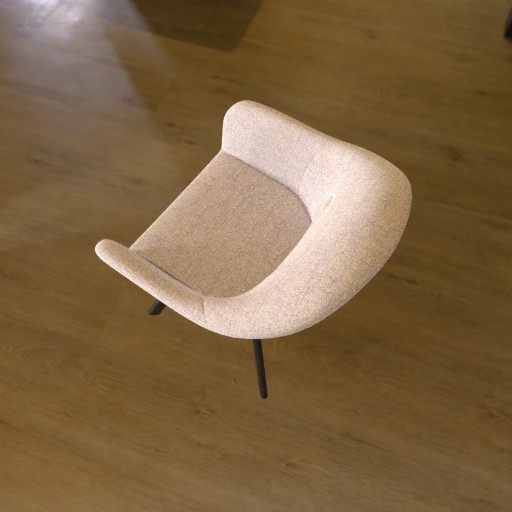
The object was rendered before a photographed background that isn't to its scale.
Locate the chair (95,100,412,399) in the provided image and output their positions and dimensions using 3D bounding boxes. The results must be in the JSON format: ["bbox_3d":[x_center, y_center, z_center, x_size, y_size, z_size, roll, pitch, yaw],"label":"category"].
[{"bbox_3d":[0.000,0.000,1.143,0.570,0.780,0.540,33,68,15],"label":"chair"}]
